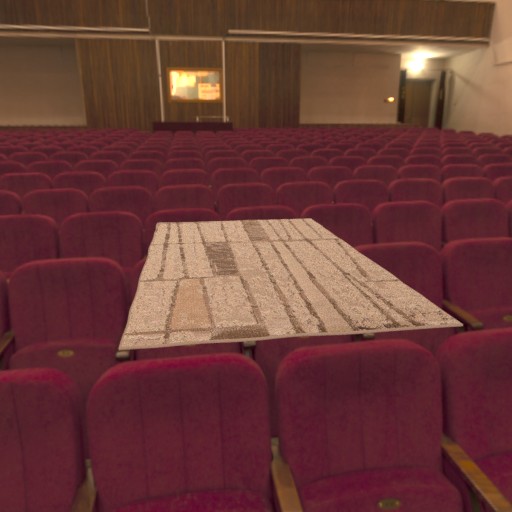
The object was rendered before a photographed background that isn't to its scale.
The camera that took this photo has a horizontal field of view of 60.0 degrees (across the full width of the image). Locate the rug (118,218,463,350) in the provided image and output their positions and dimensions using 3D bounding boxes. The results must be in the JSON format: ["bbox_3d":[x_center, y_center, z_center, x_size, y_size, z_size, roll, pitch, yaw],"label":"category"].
[{"bbox_3d":[0.000,0.000,1.054,0.515,0.007,0.867,-2,16,-8],"label":"rug"}]
